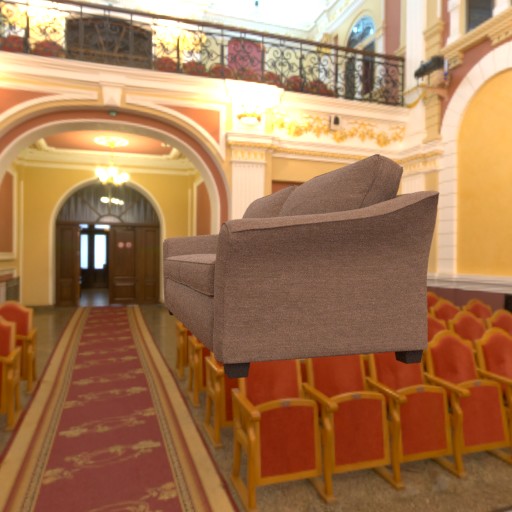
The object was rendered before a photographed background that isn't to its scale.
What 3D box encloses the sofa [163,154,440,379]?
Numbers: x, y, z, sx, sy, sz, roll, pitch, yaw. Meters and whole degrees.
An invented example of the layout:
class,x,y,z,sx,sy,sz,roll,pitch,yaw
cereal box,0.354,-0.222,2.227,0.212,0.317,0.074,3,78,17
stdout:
class,x,y,z,sx,sy,sz,roll,pitch,yaw
sofa,0.000,0.000,2.828,0.980,0.965,2.270,0,0,-18
